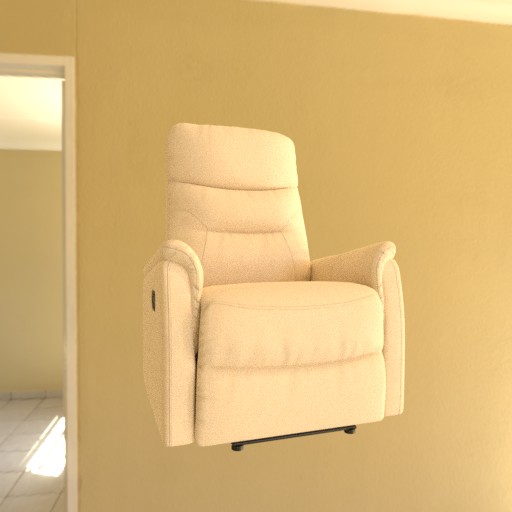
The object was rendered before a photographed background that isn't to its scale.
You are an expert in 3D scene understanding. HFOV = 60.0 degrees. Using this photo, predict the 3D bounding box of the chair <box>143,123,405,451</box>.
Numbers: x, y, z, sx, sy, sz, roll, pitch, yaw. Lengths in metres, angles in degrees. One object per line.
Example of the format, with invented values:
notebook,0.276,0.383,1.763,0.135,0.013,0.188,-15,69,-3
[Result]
chair,0.000,0.000,1.631,0.775,1.082,0.831,0,1,-19
